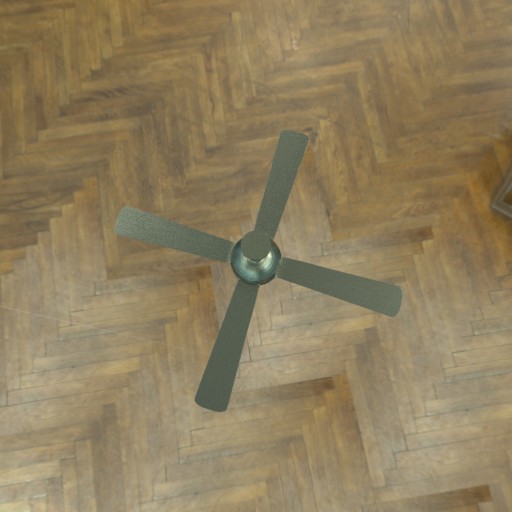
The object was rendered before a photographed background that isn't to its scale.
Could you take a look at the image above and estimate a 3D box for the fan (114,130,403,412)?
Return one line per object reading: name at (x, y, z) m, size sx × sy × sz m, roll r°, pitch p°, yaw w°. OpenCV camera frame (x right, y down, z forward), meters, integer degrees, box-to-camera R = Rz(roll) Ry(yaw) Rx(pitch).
fan at (0.000, 0.000, 1.990) m, size 1.321 × 0.381 × 1.321 m, roll 37°, pitch 79°, yaw 8°
